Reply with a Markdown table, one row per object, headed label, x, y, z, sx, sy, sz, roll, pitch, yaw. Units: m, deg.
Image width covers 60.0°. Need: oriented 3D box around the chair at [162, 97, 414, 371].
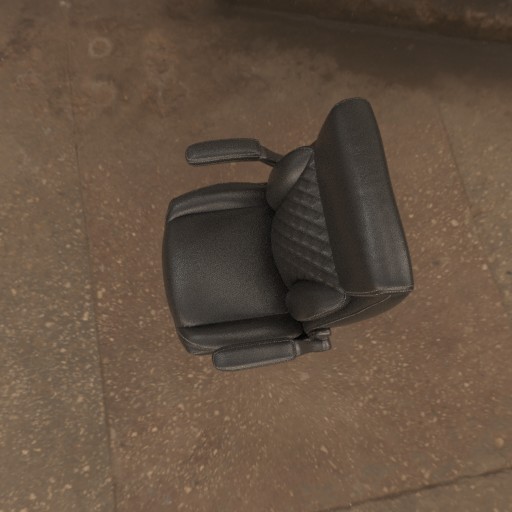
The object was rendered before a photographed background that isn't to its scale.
| label | x | y | z | sx | sy | sz | roll | pitch | yaw |
| --- | --- | --- | --- | --- | --- | --- | --- | --- | --- |
| chair | 0.000 | 0.000 | 1.625 | 0.724 | 1.110 | 0.782 | -9 | 77 | -2 |
